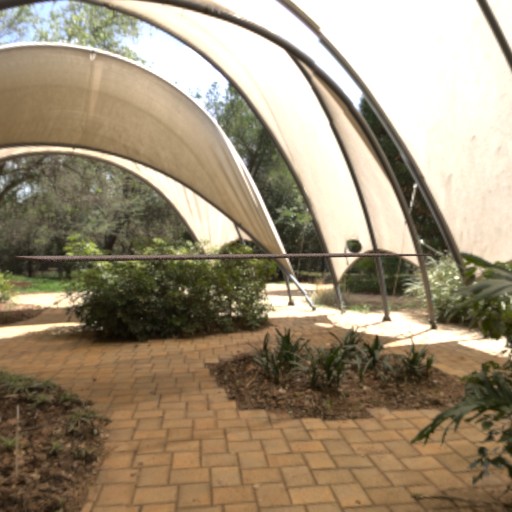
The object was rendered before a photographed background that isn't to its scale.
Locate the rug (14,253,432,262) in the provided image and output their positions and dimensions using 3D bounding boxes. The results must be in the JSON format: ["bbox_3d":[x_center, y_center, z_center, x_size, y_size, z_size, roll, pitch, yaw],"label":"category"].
[{"bbox_3d":[0.000,0.000,2.459,2.296,0.011,0.691,-1,1,-36],"label":"rug"}]
